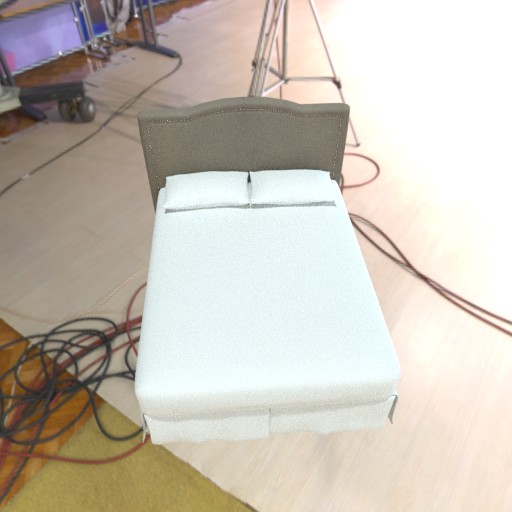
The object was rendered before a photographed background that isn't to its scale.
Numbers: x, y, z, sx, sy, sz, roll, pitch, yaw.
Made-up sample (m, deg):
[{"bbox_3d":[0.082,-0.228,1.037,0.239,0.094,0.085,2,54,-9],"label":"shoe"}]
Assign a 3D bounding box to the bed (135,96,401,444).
[{"bbox_3d":[0.000,0.000,3.236,1.744,1.441,2.128,-3,46,-3],"label":"bed"}]
